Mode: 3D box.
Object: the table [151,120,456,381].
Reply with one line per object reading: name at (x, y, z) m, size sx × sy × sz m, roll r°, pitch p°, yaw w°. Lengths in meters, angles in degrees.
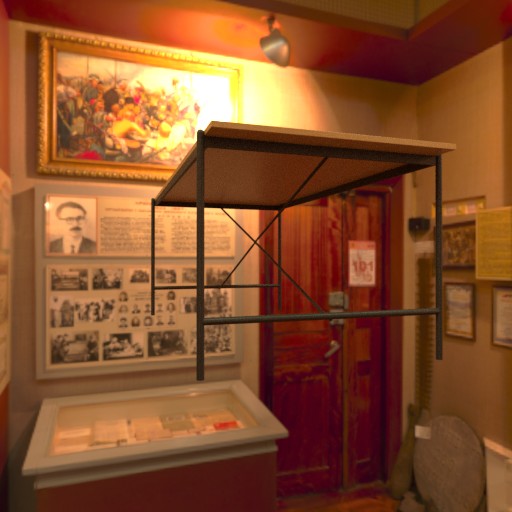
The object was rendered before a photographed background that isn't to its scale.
table at (0.000, 0.000, 2.238) m, size 0.900 × 0.758 × 1.800 m, roll 0°, pitch 0°, yaw -18°
